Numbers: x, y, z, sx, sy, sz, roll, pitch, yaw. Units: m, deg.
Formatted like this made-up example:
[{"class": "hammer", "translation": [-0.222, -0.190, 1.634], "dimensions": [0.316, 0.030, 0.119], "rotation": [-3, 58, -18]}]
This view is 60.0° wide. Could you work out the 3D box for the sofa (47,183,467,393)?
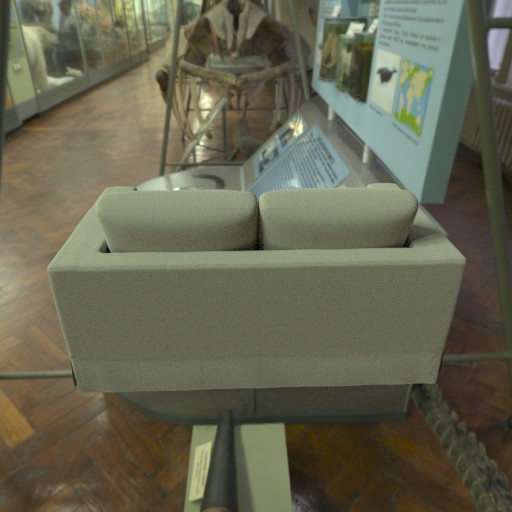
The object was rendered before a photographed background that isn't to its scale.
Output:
[{"class": "sofa", "translation": [0.000, 0.000, 2.394], "dimensions": [1.813, 0.932, 1.009], "rotation": [-1, 29, -2]}]
